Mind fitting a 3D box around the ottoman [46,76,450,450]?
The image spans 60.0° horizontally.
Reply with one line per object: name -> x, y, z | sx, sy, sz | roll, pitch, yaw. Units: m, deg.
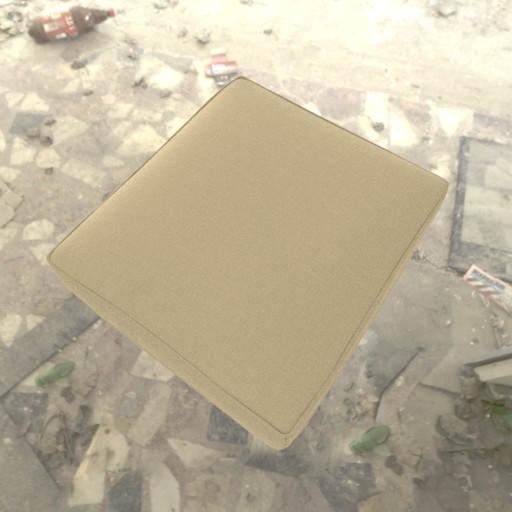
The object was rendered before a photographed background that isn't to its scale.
ottoman -> 0.000, 0.000, 1.144 | 0.662, 0.505, 0.716 | 32, 67, 16
